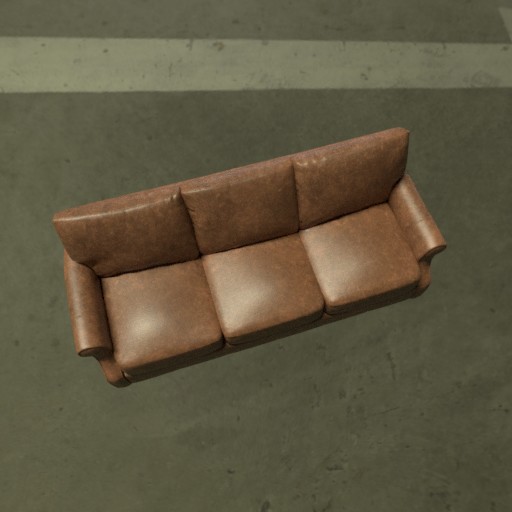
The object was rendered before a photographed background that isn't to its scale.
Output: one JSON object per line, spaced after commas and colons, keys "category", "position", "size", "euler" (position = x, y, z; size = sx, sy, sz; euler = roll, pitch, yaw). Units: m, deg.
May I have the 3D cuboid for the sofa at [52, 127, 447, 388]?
{"category": "sofa", "position": [0.000, 0.000, 2.885], "size": [2.351, 0.977, 0.973], "euler": [-16, 64, -8]}
